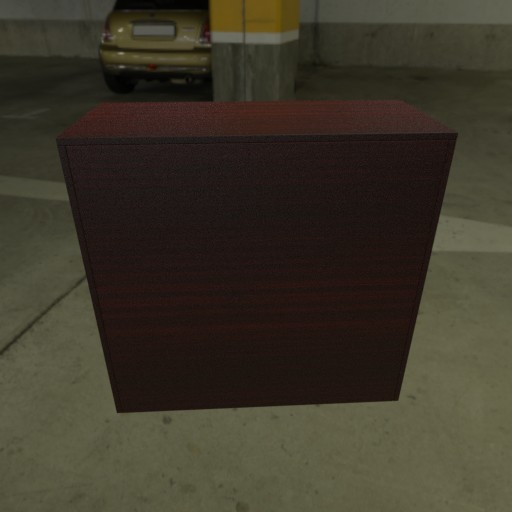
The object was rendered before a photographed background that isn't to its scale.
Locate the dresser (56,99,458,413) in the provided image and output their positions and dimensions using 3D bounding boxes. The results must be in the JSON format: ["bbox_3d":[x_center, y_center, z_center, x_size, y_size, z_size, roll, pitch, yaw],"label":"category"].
[{"bbox_3d":[0.000,0.000,1.156,0.750,0.720,0.360,-2,30,-3],"label":"dresser"}]
